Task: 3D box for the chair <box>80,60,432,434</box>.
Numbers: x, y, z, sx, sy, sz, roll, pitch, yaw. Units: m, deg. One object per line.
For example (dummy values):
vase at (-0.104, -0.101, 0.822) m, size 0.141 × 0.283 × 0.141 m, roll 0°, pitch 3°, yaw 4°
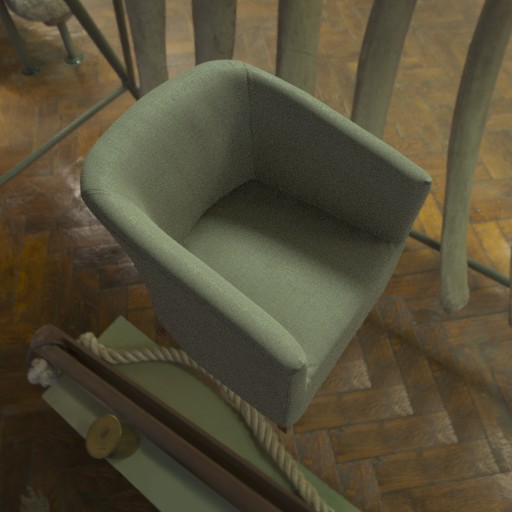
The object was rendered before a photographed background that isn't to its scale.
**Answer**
chair at (0.000, 0.000, 1.249) m, size 0.668 × 0.771 × 0.600 m, roll 32°, pitch 64°, yaw 18°
